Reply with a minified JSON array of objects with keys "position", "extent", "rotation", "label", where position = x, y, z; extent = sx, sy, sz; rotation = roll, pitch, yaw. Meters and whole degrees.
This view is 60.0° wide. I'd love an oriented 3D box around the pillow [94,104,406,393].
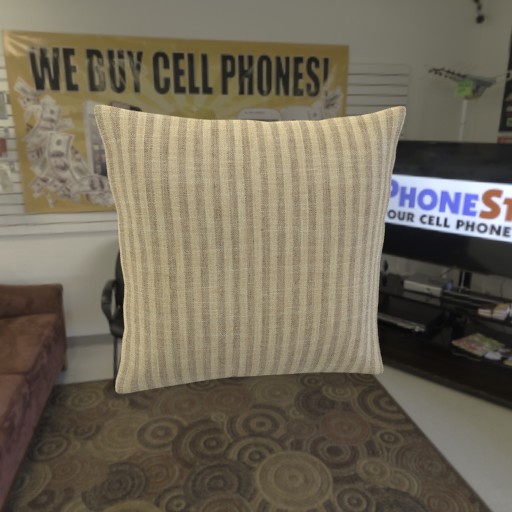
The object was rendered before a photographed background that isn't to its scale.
[{"position":[0.000,0.000,0.790],"extent":[0.523,0.510,0.166],"rotation":[-2,16,-8],"label":"pillow"}]
